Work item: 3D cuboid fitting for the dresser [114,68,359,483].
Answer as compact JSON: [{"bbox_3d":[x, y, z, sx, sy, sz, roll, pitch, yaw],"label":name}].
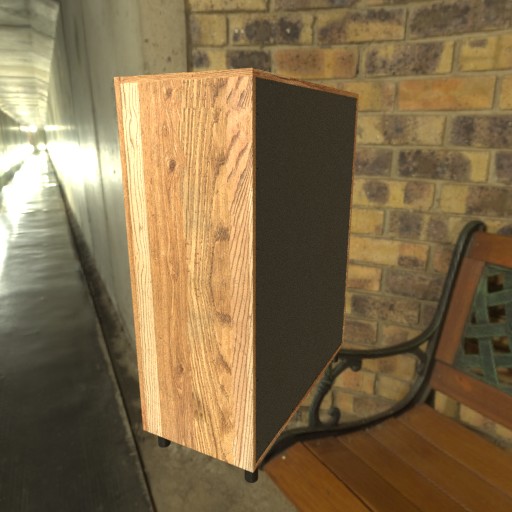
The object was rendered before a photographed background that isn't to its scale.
[{"bbox_3d":[0.000,0.000,1.744,0.480,1.243,0.966,8,18,26],"label":"dresser"}]
